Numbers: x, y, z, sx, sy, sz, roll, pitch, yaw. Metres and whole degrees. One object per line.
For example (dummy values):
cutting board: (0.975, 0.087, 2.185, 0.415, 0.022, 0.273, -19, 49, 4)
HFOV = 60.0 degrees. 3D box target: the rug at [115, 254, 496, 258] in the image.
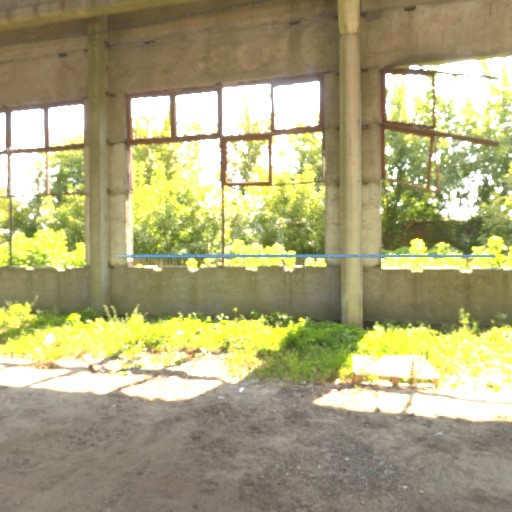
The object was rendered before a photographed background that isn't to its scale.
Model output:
rug: (0.000, 0.000, 3.962, 2.350, 0.018, 2.964, 0, 0, -19)
